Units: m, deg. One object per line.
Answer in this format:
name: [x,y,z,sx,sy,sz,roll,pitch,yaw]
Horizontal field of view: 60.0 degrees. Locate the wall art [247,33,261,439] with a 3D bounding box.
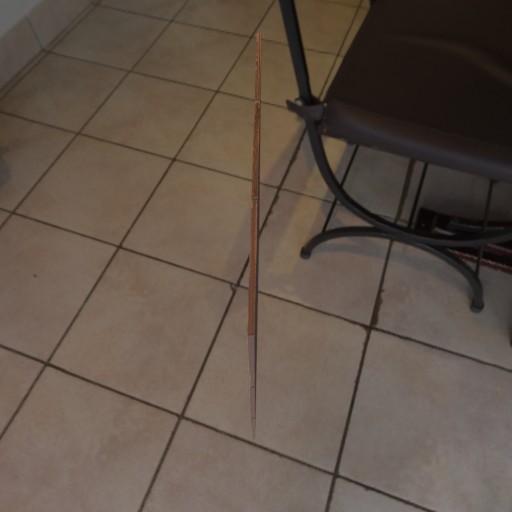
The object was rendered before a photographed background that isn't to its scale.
wall art: [0.000,0.000,1.394,0.013,0.914,0.915,1,57,1]
